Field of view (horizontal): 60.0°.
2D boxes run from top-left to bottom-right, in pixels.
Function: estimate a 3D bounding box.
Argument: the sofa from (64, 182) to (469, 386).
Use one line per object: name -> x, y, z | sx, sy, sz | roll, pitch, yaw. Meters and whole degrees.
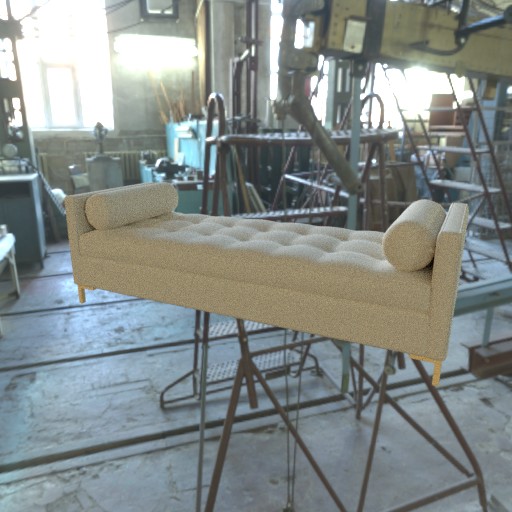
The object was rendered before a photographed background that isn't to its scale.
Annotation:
sofa -> 0.000, 0.000, 2.370 | 1.985, 0.641, 0.746 | 8, 18, 25
